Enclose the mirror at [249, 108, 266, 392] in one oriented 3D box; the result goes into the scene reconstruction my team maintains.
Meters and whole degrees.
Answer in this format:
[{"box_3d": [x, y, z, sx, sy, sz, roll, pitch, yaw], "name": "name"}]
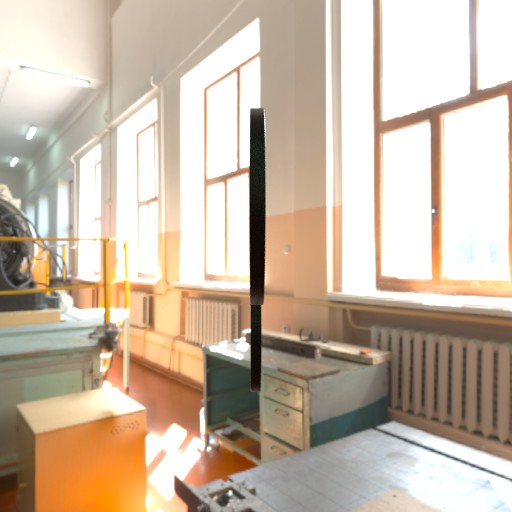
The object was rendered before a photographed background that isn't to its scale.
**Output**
[{"box_3d": [0.000, 0.000, 3.106, 0.076, 2.096, 2.160, 0, -1, 0], "name": "mirror"}]
